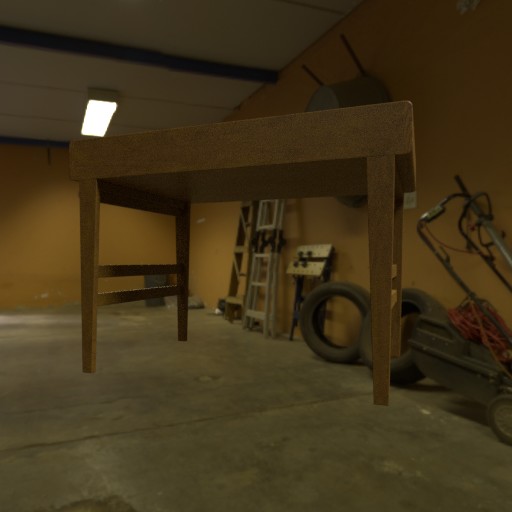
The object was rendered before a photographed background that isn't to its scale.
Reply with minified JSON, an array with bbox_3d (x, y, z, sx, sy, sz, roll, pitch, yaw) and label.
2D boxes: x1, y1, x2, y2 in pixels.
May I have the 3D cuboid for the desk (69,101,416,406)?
[{"bbox_3d":[0.000,0.000,1.578,1.066,0.754,0.660,0,-1,20],"label":"desk"}]
